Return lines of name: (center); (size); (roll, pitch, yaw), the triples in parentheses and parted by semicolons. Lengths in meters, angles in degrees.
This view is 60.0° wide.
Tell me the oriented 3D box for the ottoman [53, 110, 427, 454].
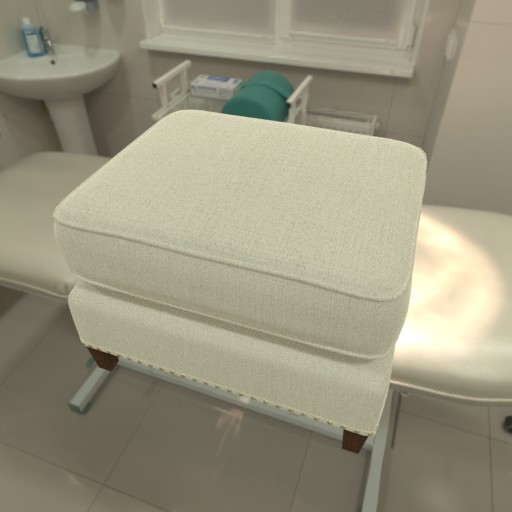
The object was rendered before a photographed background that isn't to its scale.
ottoman: (0.000, 0.000, 1.112); (0.738, 0.537, 0.589); (13, 43, 15)
